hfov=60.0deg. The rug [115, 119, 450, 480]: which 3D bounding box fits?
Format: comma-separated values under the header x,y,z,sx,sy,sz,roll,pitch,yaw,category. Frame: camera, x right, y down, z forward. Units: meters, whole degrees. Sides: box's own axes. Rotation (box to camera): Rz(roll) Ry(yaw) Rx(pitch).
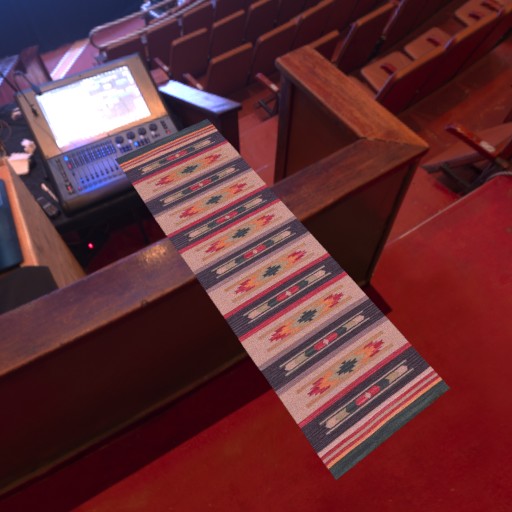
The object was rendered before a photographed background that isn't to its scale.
x,y,z,sx,sy,sz,roll,pitch,yaw,category
0.000,0.000,2.695,0.760,0.009,2.440,-30,63,-17,rug
